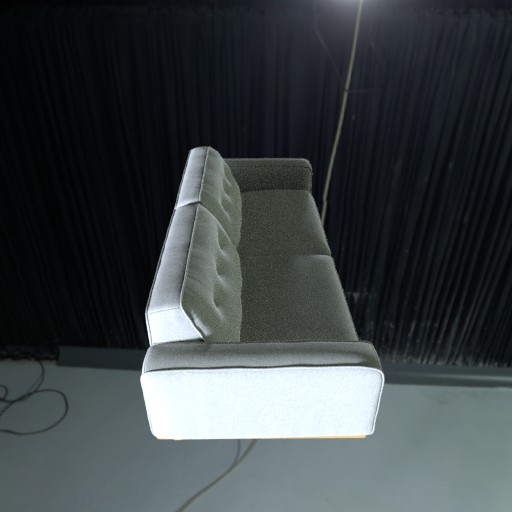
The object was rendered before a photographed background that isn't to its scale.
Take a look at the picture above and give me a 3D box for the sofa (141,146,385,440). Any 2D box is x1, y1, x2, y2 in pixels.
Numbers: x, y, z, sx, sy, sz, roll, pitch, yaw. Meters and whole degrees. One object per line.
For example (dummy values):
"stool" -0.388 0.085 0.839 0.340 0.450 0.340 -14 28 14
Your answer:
"sofa" 0.000 0.000 2.712 0.956 0.781 2.270 -1 33 -1
